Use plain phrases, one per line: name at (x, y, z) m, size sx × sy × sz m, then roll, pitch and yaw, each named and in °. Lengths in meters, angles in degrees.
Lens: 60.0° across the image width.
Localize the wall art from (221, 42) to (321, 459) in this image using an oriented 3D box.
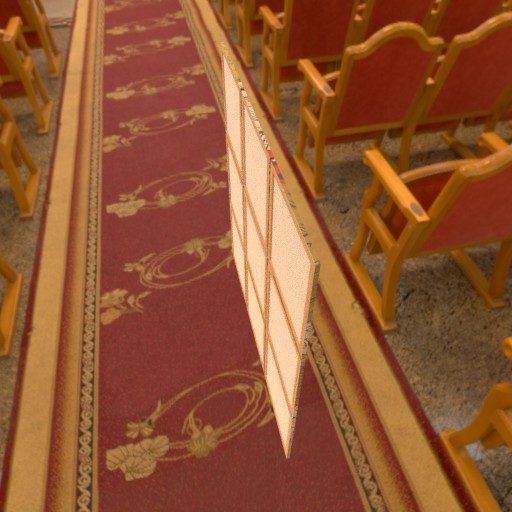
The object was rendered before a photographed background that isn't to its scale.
wall art at (0.000, 0.000, 1.798) m, size 0.013 × 1.218 × 1.206 m, roll -9°, pitch 48°, yaw -9°
